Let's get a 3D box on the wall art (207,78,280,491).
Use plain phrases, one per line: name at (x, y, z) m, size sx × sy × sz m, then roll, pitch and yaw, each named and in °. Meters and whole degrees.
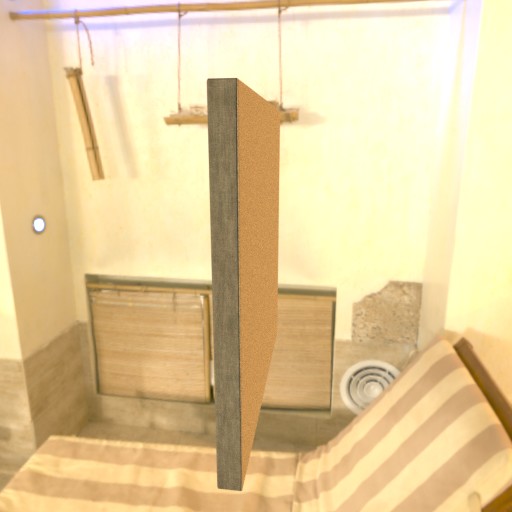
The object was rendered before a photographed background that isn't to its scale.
wall art at (0.000, 0.000, 1.127) m, size 0.050 × 0.751 × 0.749 m, roll 2°, pitch 15°, yaw 8°
